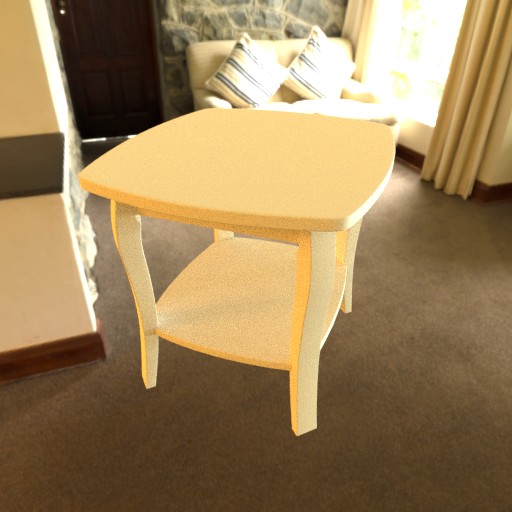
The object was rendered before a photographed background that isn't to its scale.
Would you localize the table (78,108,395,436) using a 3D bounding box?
[{"bbox_3d":[0.000,0.000,0.865,0.451,0.438,0.502,11,33,17],"label":"table"}]
